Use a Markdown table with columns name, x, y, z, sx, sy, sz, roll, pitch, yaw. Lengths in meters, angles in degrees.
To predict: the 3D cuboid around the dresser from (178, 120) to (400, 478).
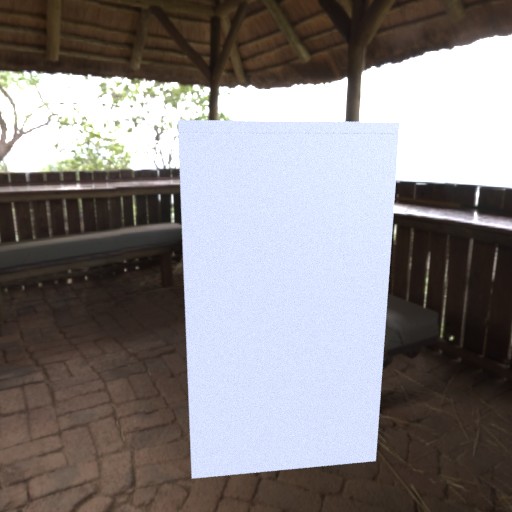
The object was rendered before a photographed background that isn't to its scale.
| name | x | y | z | sx | sy | sz | roll | pitch | yaw |
| --- | --- | --- | --- | --- | --- | --- | --- | --- | --- |
| dresser | 0.000 | 0.000 | 1.523 | 0.460 | 0.820 | 1.100 | -2 | 13 | -8 |
